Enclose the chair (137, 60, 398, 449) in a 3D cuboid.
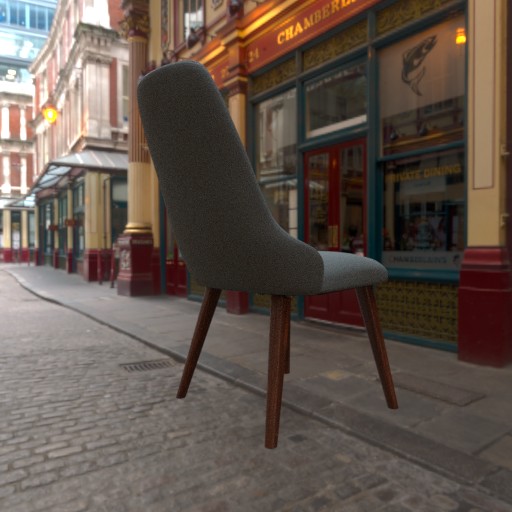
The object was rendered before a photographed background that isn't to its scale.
[{"bbox_3d":[0.000,0.000,1.331,0.707,0.918,0.535,0,0,-37],"label":"chair"}]
